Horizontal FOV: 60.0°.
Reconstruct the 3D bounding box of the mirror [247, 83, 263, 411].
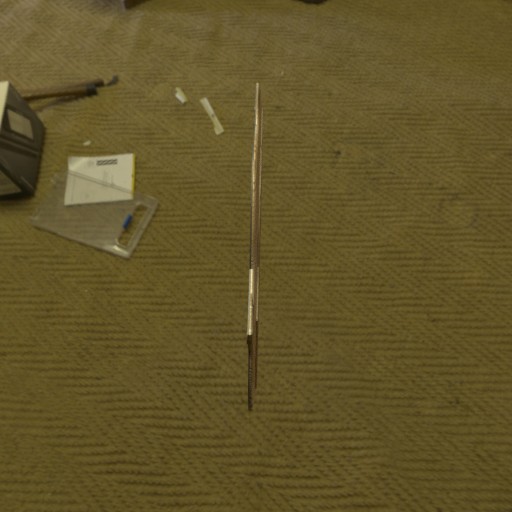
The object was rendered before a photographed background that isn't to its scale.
[{"bbox_3d":[0.000,0.000,1.062,0.019,0.686,0.686,1,64,1],"label":"mirror"}]
